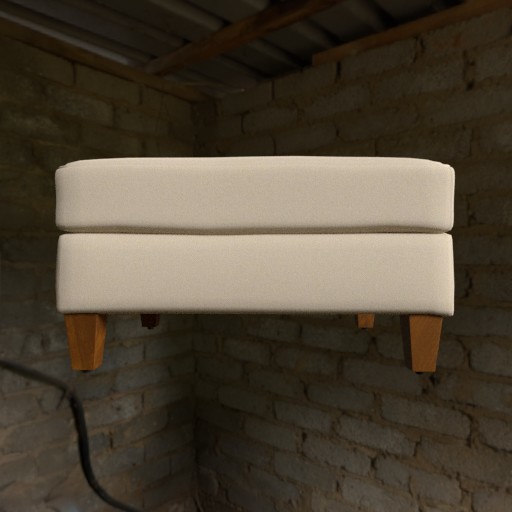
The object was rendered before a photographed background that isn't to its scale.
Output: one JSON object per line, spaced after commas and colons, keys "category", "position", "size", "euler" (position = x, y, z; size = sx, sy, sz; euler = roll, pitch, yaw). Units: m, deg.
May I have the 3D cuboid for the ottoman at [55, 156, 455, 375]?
{"category": "ottoman", "position": [0.000, 0.000, 1.185], "size": [0.818, 0.485, 0.634], "euler": [0, 1, 1]}
